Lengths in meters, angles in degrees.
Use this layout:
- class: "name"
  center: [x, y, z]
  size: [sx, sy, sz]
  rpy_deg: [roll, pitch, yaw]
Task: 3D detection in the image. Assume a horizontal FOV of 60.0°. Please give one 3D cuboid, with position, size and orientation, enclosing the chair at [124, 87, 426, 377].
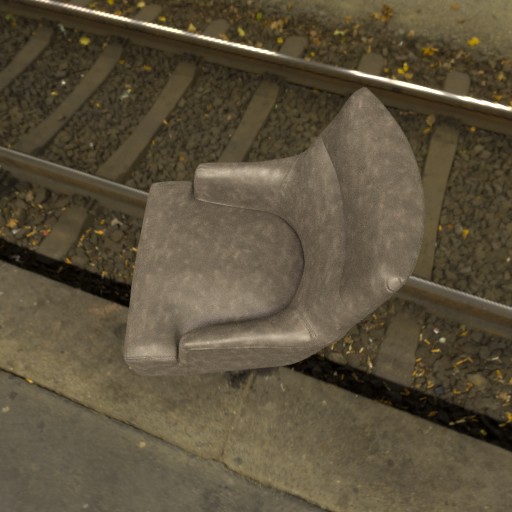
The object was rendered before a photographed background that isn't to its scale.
- class: "chair"
  center: [0.000, 0.000, 1.530]
  size: [0.874, 0.870, 0.738]
  rpy_deg: [0, 58, 0]
